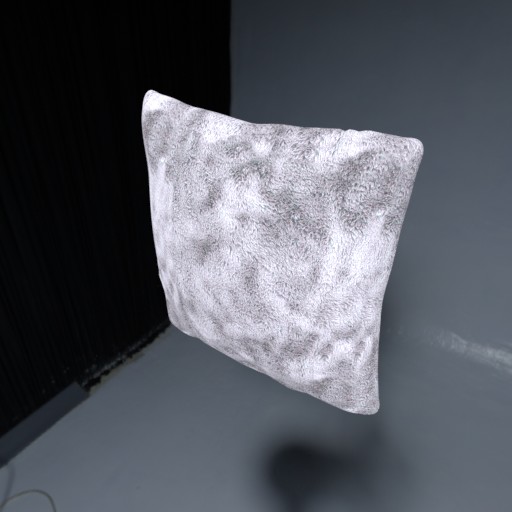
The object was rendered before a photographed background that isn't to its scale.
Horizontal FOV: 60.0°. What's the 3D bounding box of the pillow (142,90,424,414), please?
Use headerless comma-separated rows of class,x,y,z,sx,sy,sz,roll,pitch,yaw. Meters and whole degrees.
pillow,0.000,0.000,0.802,0.522,0.520,0.204,19,35,30
